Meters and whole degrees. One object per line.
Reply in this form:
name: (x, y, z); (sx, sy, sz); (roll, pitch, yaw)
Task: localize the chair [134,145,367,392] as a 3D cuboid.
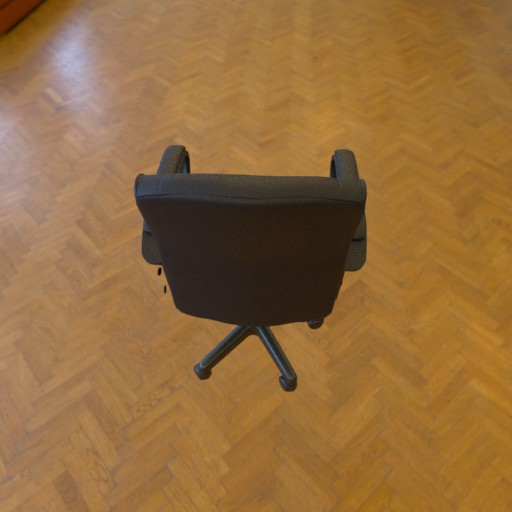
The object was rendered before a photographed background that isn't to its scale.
chair: (0.000, 0.000, 1.346); (0.576, 0.998, 0.641); (2, 47, 2)
